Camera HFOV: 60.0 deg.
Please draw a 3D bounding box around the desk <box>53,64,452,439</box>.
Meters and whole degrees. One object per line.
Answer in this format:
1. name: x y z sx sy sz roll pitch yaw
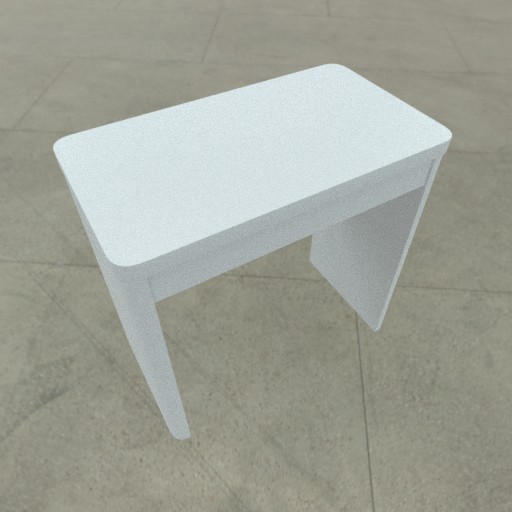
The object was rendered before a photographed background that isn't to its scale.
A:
1. desk: 0.000 0.000 1.254 0.790 0.760 0.446 -23 51 -20
